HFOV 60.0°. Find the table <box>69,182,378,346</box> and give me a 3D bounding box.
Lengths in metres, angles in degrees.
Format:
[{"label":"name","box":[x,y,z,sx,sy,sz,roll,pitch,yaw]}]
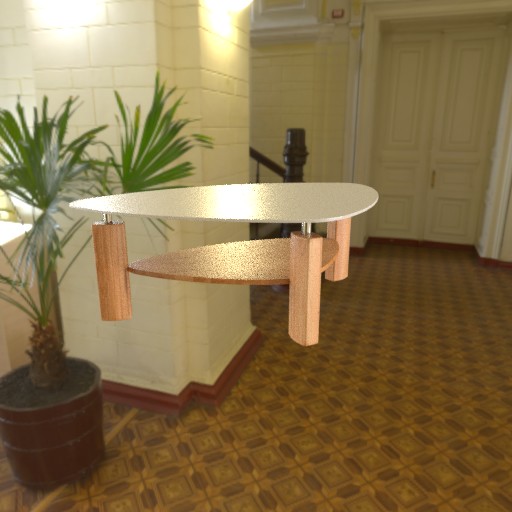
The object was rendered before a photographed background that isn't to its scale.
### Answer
[{"label":"table","box":[0.000,0.000,1.693,1.250,0.440,0.850,-8,18,-25]}]
